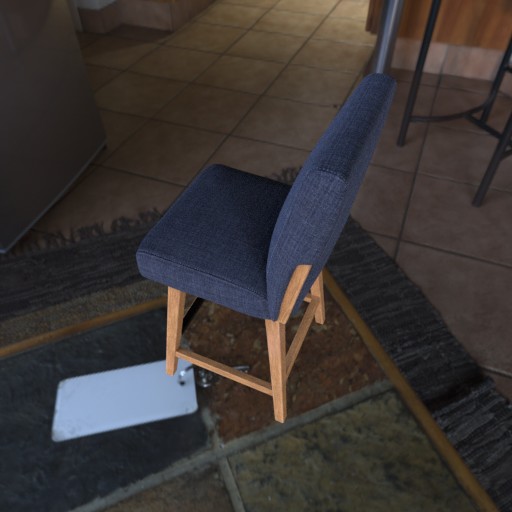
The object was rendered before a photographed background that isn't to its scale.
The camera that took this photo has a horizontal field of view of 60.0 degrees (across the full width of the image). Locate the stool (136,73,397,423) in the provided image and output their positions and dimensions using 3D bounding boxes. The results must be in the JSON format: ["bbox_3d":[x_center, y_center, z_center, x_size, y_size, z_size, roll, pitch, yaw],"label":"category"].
[{"bbox_3d":[0.000,0.000,1.299,0.526,1.010,0.459,18,50,16],"label":"stool"}]
